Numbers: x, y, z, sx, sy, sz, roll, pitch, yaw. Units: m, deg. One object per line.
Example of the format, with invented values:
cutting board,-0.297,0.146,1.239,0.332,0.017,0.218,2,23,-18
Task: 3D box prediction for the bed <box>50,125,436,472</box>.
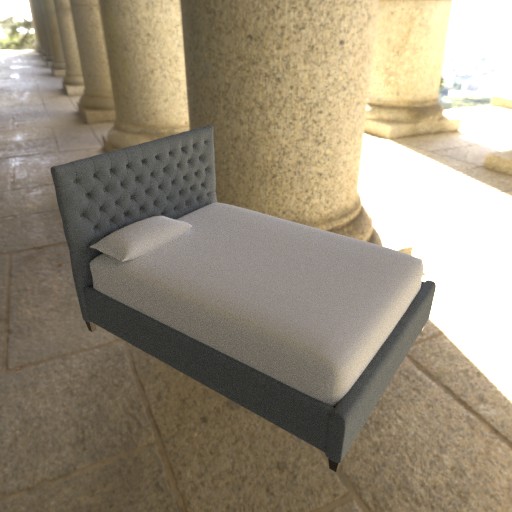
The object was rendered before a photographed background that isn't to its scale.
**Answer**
bed,0.000,0.000,3.384,2.335,1.411,1.698,19,33,31
